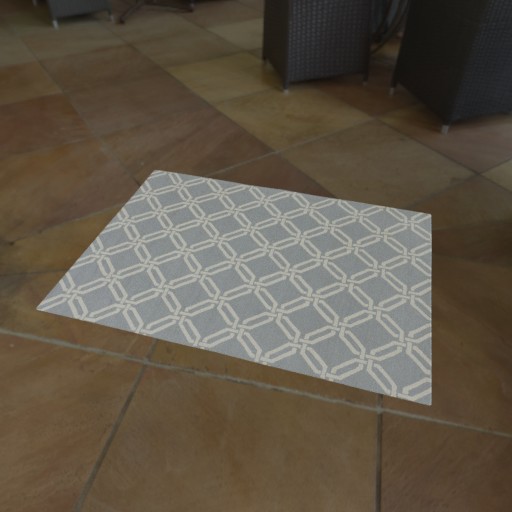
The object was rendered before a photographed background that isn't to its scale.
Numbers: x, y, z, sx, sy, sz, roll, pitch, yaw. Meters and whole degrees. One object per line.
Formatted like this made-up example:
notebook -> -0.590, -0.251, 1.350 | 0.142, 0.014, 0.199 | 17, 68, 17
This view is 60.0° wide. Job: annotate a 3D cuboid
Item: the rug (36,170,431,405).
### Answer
rug -> 0.000, 0.000, 2.802 | 2.133, 0.013, 1.522 | 11, 44, 12
